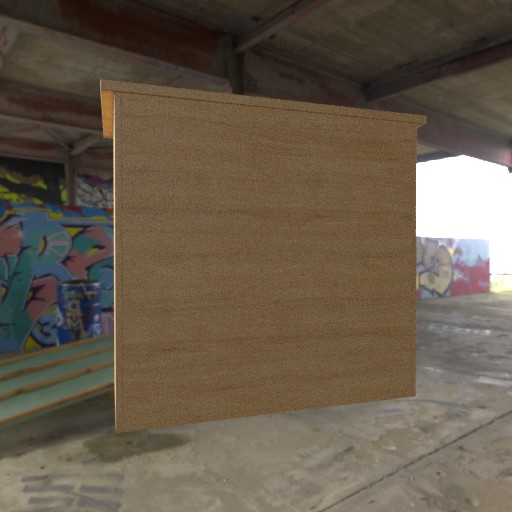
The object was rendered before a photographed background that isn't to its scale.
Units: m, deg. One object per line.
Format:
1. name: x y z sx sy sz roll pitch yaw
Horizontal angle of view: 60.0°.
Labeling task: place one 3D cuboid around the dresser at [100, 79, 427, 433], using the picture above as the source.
1. dresser: 0.000 0.000 1.226 0.800 0.730 0.410 0 1 -18
